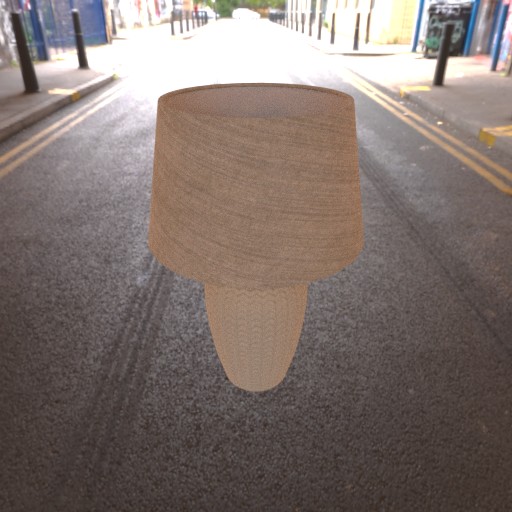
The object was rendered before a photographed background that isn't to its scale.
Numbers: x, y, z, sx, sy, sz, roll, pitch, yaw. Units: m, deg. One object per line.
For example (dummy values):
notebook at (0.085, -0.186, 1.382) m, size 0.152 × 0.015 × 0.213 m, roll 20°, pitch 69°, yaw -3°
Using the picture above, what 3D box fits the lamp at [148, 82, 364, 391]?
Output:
lamp at (0.000, 0.000, 0.846) m, size 0.390 × 0.580 × 0.390 m, roll 0°, pitch 29°, yaw 0°
